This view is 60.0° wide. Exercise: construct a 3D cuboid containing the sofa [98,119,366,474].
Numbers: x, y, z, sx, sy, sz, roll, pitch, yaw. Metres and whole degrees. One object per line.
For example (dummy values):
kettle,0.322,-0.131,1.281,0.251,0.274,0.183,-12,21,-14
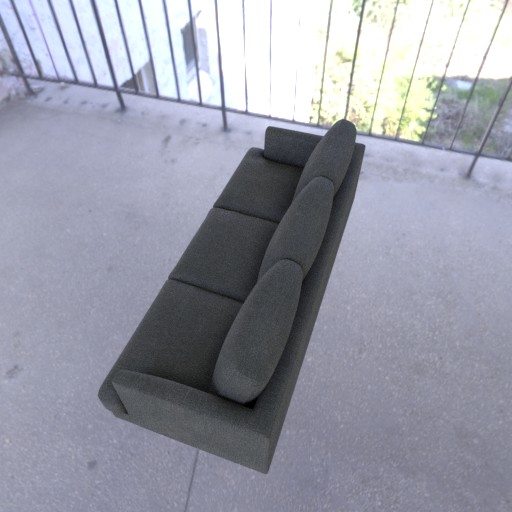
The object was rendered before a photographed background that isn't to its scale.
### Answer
sofa,0.000,0.000,2.759,0.903,0.930,2.246,15,50,13
